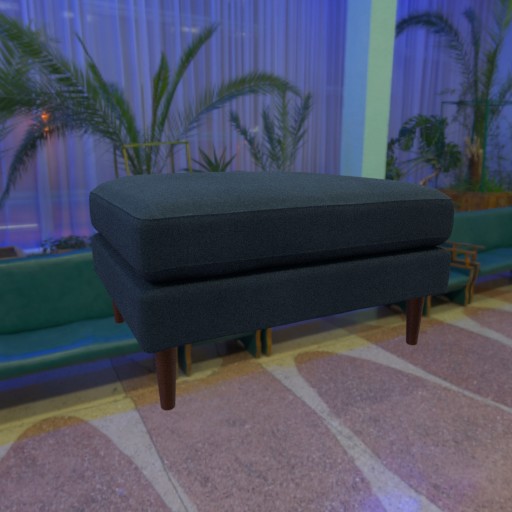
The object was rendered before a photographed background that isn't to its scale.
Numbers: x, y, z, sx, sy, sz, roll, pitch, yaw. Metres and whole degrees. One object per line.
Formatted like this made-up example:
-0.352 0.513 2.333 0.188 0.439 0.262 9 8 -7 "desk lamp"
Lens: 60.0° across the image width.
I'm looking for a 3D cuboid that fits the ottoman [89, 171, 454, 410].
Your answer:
0.000 0.000 1.283 0.821 0.474 0.693 -7 15 -26 "ottoman"
